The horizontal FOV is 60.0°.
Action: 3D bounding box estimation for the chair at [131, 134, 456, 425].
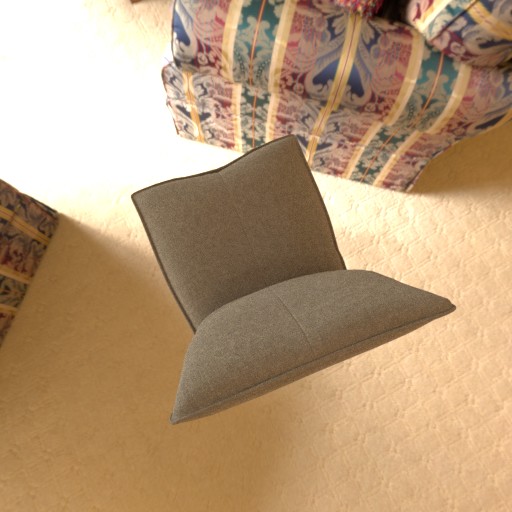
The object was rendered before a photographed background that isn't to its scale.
[{"bbox_3d":[0.000,0.000,1.298,0.597,0.811,0.696,-21,77,-5],"label":"chair"}]
